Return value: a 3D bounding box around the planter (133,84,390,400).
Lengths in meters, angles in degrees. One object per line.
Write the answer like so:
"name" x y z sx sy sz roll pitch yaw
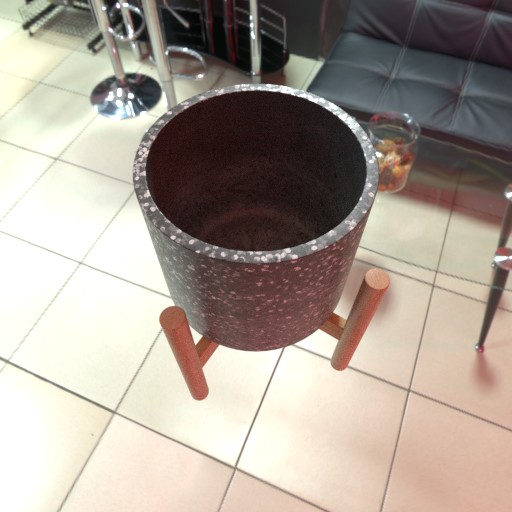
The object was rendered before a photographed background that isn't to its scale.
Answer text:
"planter" 0.000 0.000 0.537 0.284 0.320 0.284 -30 62 -18
